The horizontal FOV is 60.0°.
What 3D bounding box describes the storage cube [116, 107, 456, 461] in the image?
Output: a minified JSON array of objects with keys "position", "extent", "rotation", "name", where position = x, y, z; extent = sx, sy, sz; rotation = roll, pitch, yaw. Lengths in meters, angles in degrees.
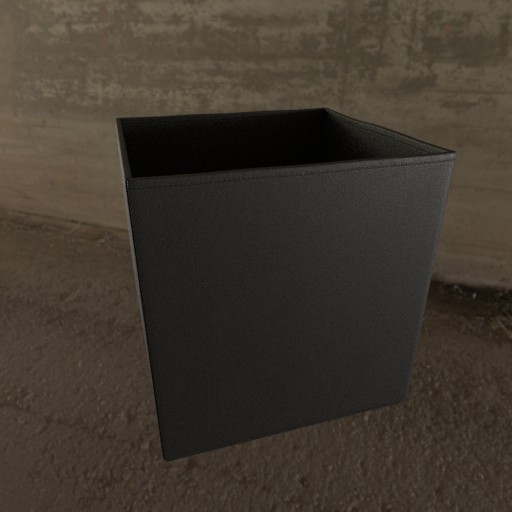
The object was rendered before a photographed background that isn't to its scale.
[{"position":[0.000,0.000,0.504],"extent":[0.270,0.280,0.270],"rotation":[-8,28,-15],"name":"storage cube"}]
